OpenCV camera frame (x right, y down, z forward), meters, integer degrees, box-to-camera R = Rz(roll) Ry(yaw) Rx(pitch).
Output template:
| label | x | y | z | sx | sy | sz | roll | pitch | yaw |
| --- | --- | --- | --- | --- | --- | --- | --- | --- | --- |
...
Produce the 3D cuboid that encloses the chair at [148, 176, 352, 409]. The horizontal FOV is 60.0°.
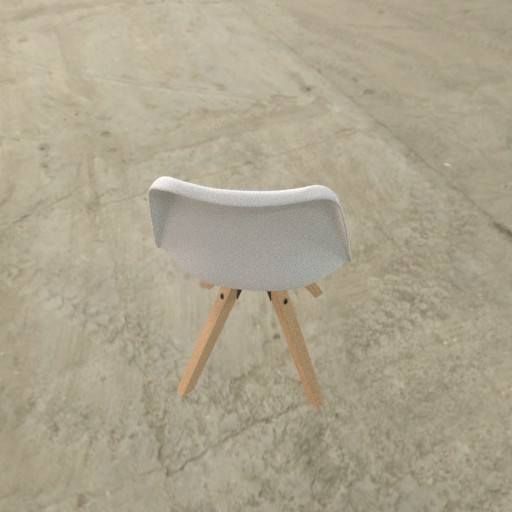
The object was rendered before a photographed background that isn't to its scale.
| label | x | y | z | sx | sy | sz | roll | pitch | yaw |
| --- | --- | --- | --- | --- | --- | --- | --- | --- | --- |
| chair | 0.000 | 0.000 | 1.193 | 0.485 | 0.850 | 0.550 | 4 | 46 | 4 |
